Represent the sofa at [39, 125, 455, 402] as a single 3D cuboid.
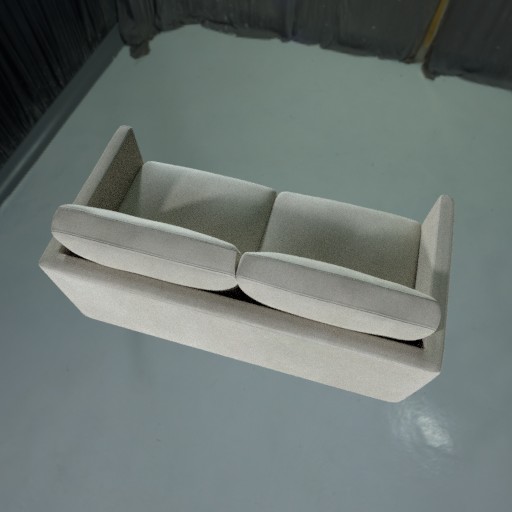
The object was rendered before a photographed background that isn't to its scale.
[{"bbox_3d":[0.000,0.000,2.343,1.846,0.940,0.950,14,62,8],"label":"sofa"}]
